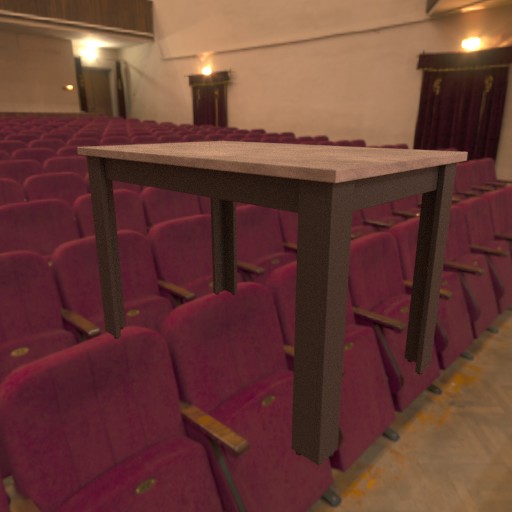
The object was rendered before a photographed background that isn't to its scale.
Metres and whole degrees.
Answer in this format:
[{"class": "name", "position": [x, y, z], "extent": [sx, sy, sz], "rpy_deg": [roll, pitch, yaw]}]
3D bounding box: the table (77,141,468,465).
[{"class": "table", "position": [0.000, 0.000, 1.566], "extent": [1.100, 0.734, 0.700], "rpy_deg": [16, 23, 41]}]
